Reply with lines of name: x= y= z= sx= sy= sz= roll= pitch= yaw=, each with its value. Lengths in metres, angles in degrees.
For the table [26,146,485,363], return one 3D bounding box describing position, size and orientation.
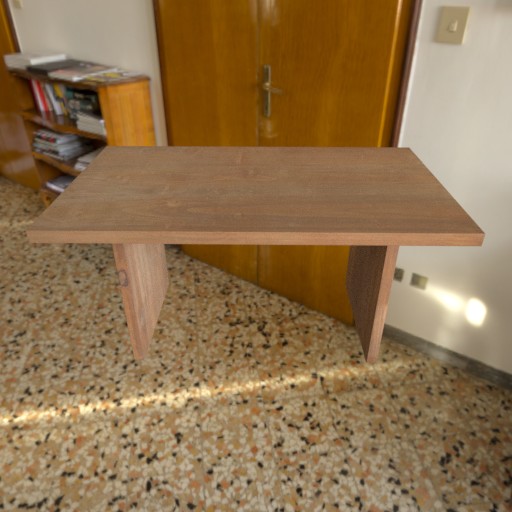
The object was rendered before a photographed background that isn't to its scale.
table: x=0.000 y=0.000 z=2.155 sx=1.609 sy=0.780 sz=0.946 roll=0 pitch=32 yaw=1
